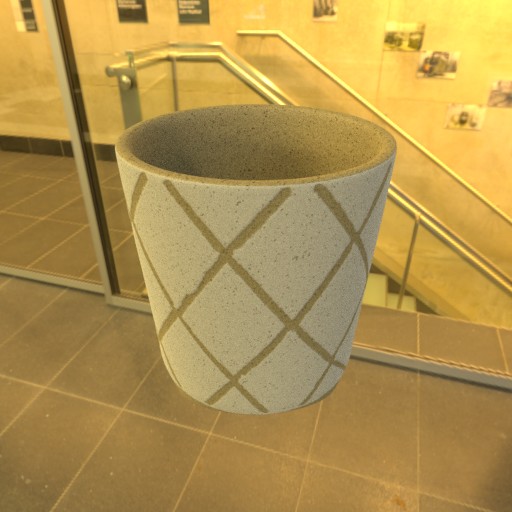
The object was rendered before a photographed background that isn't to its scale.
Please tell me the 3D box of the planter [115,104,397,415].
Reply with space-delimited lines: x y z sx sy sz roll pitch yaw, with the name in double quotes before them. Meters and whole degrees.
"planter" 0.000 0.000 0.360 0.191 0.199 0.191 0 31 0
